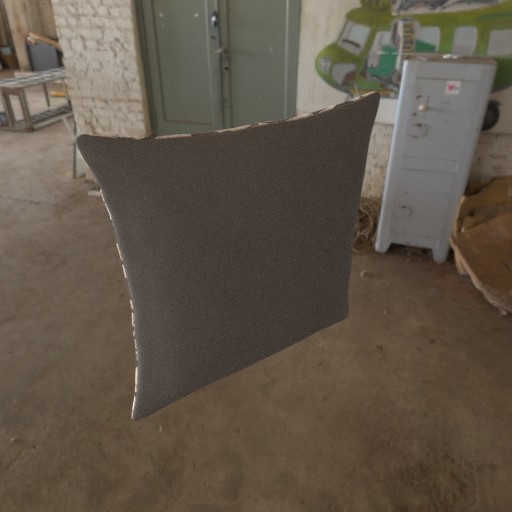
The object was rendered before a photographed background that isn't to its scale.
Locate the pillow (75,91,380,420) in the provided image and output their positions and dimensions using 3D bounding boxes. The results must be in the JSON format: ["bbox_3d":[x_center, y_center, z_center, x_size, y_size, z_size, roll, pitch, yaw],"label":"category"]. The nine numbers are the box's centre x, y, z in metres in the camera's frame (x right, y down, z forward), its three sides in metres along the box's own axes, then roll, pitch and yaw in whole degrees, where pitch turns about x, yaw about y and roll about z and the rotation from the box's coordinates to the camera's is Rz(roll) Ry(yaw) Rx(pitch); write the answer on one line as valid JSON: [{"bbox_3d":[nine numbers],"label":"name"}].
[{"bbox_3d":[0.000,0.000,0.783,0.526,0.507,0.166,-19,35,-29],"label":"pillow"}]
